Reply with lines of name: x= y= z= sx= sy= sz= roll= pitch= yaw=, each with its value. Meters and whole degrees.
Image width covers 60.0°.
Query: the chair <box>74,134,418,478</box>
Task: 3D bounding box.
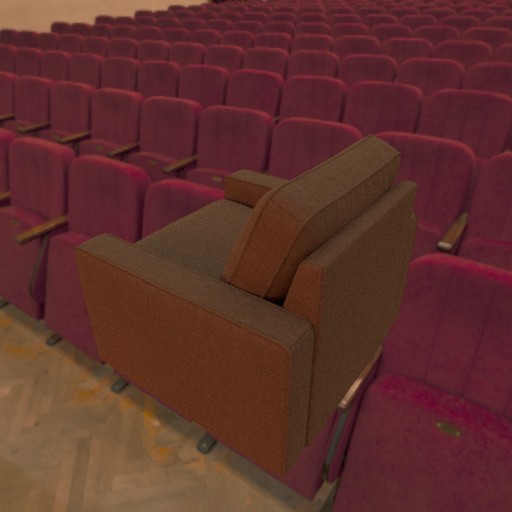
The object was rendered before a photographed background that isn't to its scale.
chair: x=0.000 y=0.000 z=1.747 sx=0.940 sy=0.919 sz=1.017 roll=20 pitch=36 yaw=30
